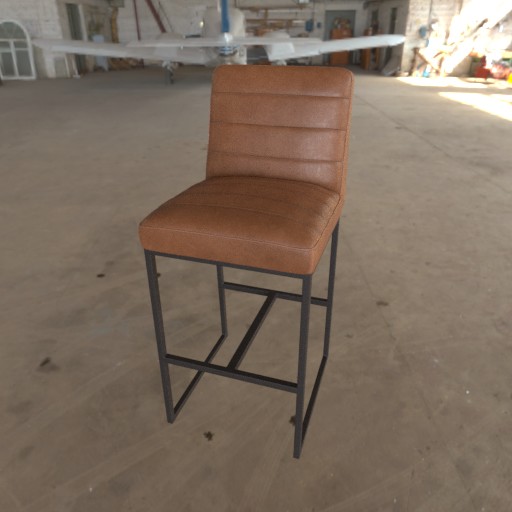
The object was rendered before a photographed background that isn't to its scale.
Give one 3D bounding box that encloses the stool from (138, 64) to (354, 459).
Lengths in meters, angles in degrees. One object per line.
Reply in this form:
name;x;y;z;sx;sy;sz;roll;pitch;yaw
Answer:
stool;0.000;0.000;1.351;0.458;1.040;0.556;9;28;16
